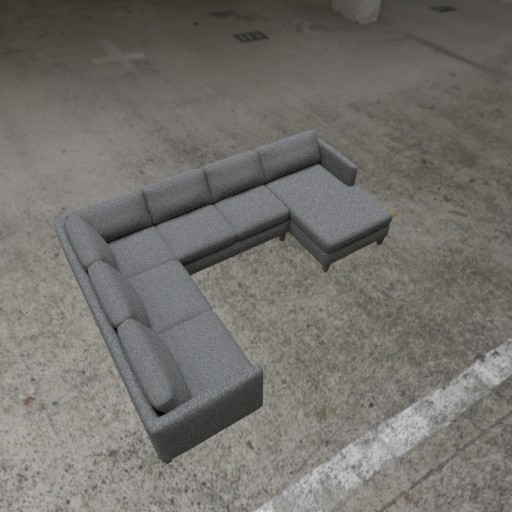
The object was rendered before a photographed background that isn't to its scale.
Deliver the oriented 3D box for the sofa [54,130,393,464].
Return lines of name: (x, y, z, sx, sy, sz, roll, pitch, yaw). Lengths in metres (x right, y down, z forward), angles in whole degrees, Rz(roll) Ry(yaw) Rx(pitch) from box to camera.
sofa: (0.000, 0.000, 4.446, 3.238, 0.853, 2.551, -24, 51, -22)
